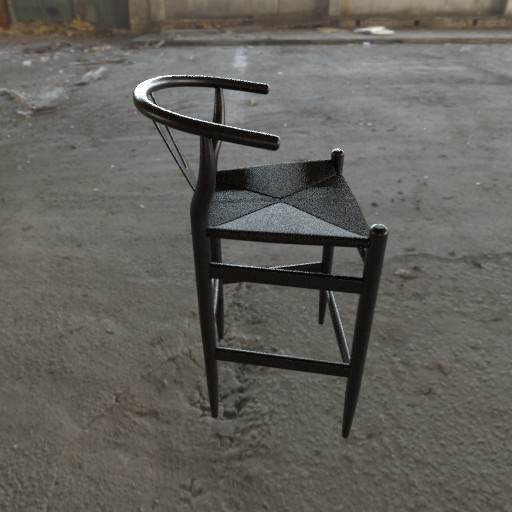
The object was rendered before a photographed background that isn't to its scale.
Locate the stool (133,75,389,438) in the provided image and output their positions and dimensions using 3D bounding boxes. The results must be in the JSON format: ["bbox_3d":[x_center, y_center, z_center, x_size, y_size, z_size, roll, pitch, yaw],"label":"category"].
[{"bbox_3d":[0.000,0.000,1.320,0.579,0.970,0.569,0,32,-1],"label":"stool"}]
